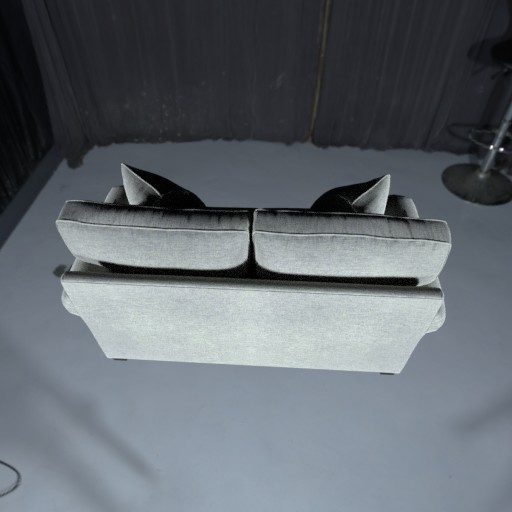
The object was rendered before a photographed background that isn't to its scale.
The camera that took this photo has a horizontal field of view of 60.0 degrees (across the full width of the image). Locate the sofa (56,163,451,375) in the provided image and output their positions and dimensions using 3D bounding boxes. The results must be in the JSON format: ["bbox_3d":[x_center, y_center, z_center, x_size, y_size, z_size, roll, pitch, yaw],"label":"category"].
[{"bbox_3d":[0.000,0.000,2.287,1.701,0.966,0.966,2,45,2],"label":"sofa"}]
